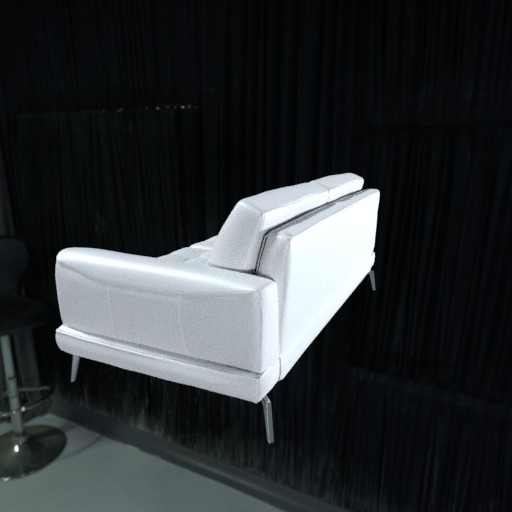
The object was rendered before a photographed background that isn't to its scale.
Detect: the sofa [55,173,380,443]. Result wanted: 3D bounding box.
[{"bbox_3d":[0.000,0.000,2.712,1.121,0.930,2.177,7,16,25],"label":"sofa"}]
